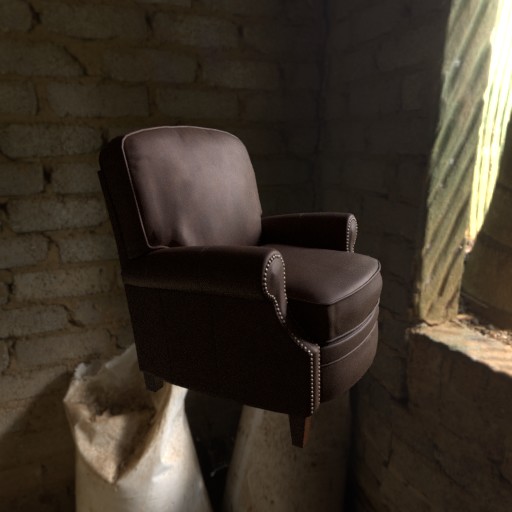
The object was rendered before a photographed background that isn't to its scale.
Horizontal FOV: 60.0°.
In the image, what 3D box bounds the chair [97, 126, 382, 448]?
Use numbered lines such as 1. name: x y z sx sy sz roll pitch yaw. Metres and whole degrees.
1. chair: 0.000 0.000 1.789 0.986 1.018 0.936 8 16 28
